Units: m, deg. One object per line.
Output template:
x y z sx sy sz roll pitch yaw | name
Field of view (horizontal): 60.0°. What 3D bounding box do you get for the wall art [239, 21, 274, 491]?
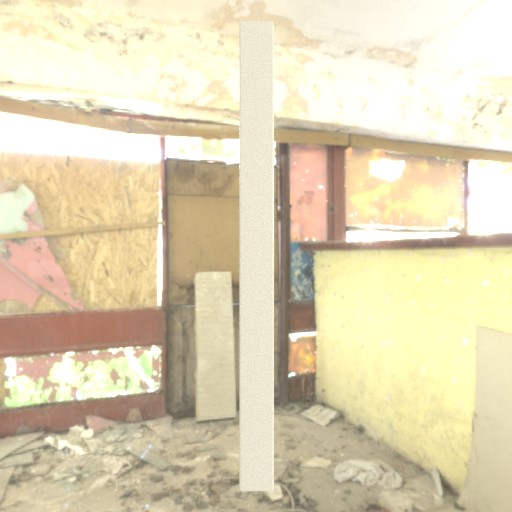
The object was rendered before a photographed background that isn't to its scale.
0.000 0.000 0.523 0.028 0.381 0.331 0 0 0 | wall art
